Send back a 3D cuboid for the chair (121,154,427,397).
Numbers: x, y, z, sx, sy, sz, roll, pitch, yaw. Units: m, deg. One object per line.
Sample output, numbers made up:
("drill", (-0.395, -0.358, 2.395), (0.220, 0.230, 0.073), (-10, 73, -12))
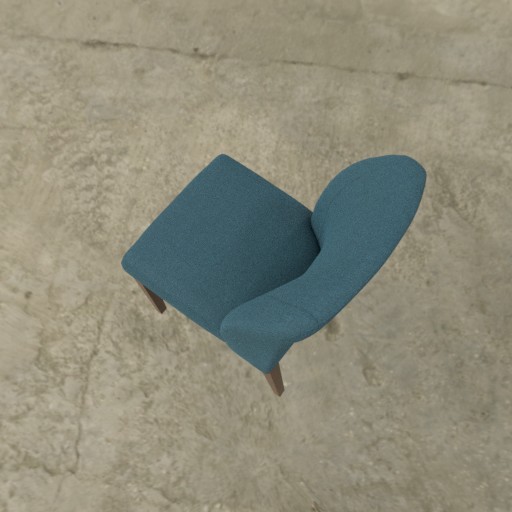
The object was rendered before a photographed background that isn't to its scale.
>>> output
("chair", (0.000, 0.000, 1.242), (0.620, 0.879, 0.507), (33, 68, 15))
